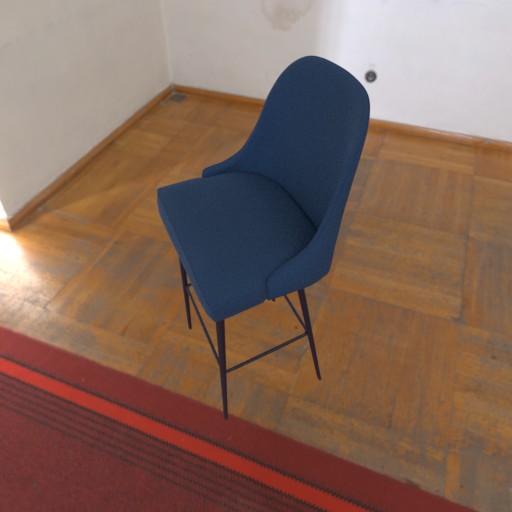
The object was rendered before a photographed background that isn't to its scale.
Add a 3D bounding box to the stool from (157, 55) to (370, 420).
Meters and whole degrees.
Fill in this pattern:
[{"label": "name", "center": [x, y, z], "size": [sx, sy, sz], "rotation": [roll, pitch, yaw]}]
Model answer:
[{"label": "stool", "center": [0.000, 0.000, 1.391], "size": [0.489, 1.079, 0.527], "rotation": [-17, 48, -16]}]
